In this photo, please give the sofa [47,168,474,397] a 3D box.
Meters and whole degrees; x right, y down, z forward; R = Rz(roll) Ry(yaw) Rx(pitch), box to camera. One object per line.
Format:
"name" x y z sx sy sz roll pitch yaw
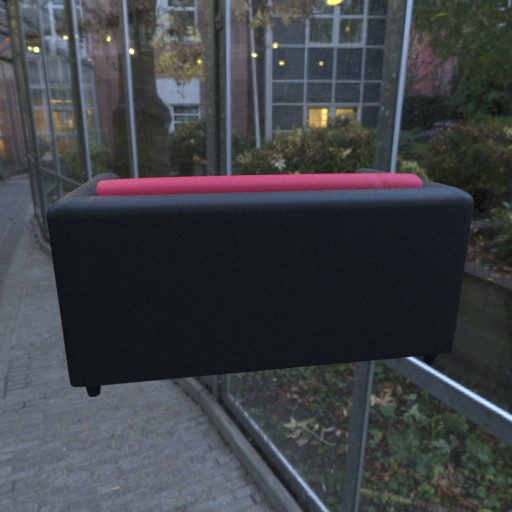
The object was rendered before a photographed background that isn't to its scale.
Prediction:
"sofa" 0.000 0.000 1.898 1.410 0.735 0.845 -3 17 -9
